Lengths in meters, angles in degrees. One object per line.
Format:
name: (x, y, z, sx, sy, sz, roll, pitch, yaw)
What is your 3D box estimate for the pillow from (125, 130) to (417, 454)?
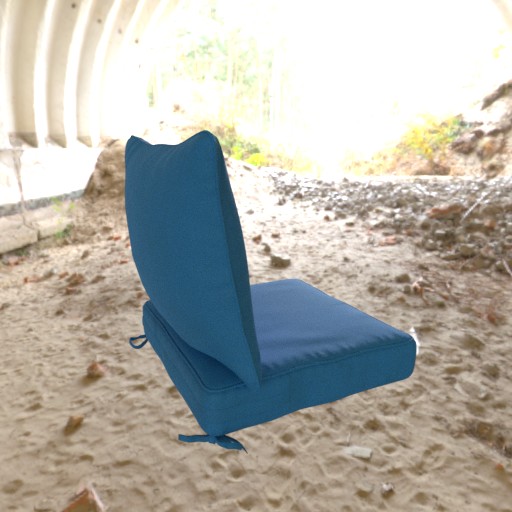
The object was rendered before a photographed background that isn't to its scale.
pillow: (0.000, 0.000, 1.363, 0.733, 0.725, 0.798, -7, 16, -26)
